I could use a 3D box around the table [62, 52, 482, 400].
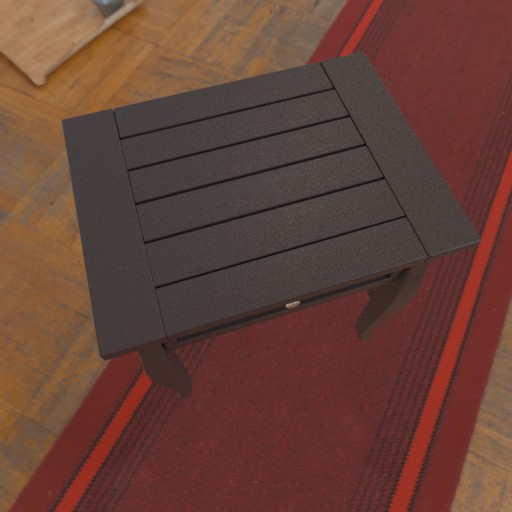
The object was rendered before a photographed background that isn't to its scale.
[{"bbox_3d":[0.000,0.000,1.022,0.602,0.605,0.460,-16,64,-8],"label":"table"}]
